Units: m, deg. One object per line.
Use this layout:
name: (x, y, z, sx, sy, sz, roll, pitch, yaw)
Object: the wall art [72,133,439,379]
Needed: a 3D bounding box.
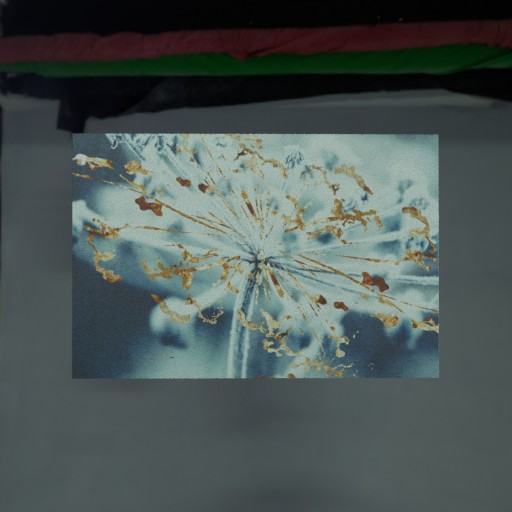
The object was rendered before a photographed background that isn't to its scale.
wall art: (0.000, 0.000, 0.753, 0.607, 0.405, 0.036, 0, 0, -1)
